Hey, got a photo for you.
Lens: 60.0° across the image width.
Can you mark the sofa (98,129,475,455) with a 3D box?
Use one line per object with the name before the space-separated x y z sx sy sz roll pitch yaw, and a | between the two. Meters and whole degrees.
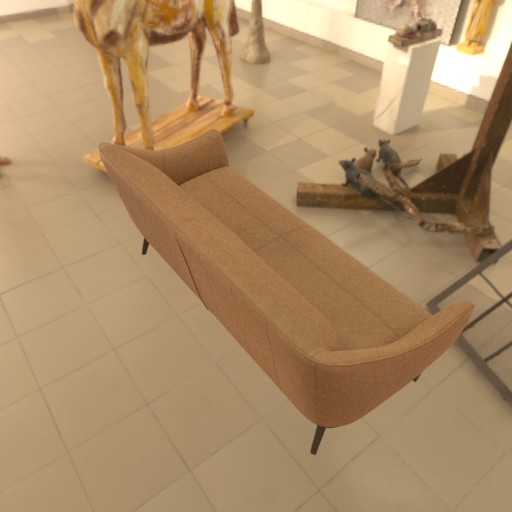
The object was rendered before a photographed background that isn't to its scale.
sofa | 0.000 0.000 2.315 0.869 0.830 1.928 -28 49 -26
